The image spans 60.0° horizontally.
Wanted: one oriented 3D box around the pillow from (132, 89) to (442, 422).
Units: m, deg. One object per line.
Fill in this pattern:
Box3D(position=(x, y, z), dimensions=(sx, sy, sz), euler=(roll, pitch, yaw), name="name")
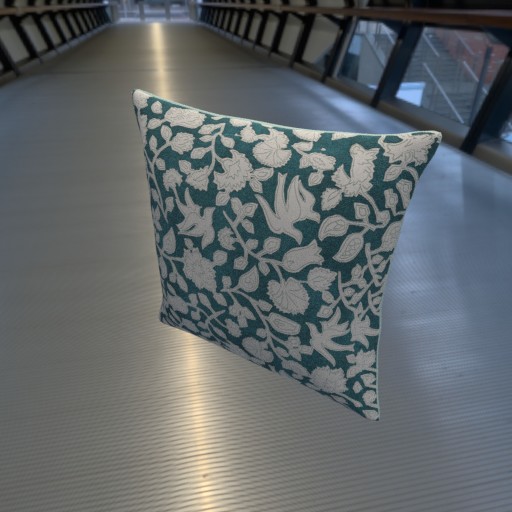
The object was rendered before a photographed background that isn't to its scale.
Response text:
Box3D(position=(0.000, 0.000, 0.778), dimensions=(0.525, 0.508, 0.166), euler=(18, 35, 28), name="pillow")
